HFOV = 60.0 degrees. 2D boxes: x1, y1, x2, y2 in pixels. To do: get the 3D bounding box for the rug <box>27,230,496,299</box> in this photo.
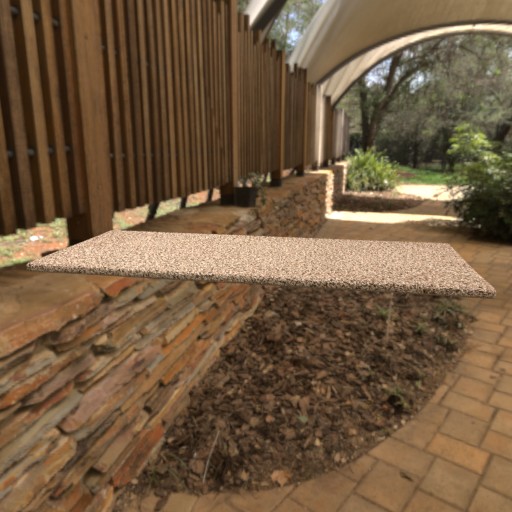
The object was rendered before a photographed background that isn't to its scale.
[{"bbox_3d":[0.000,0.000,1.696,1.524,0.030,0.609,3,15,10],"label":"rug"}]
